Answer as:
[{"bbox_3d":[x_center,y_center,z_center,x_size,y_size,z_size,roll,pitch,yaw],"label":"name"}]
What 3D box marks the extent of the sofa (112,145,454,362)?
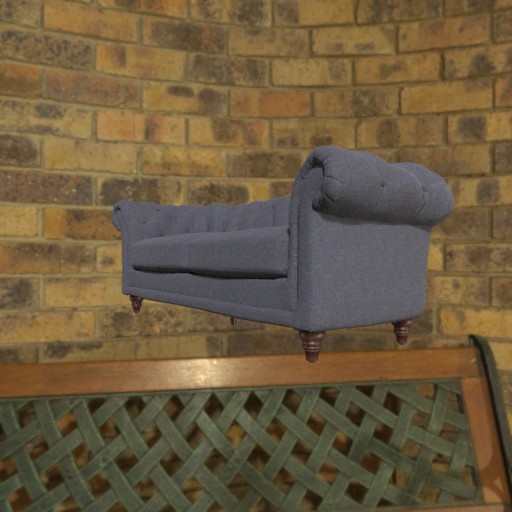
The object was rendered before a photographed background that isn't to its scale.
[{"bbox_3d":[0.000,0.000,2.743,1.046,0.836,2.335,0,0,-37],"label":"sofa"}]
